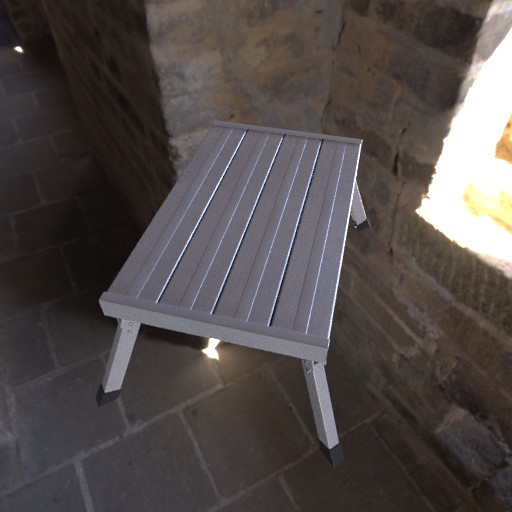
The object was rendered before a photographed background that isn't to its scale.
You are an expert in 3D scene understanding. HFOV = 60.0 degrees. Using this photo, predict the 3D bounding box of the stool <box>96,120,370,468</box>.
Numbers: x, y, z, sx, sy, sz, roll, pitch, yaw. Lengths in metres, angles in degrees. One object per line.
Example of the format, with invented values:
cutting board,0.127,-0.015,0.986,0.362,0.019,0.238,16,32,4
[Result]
stool,0.000,0.000,0.750,0.385,0.225,0.535,10,46,10
